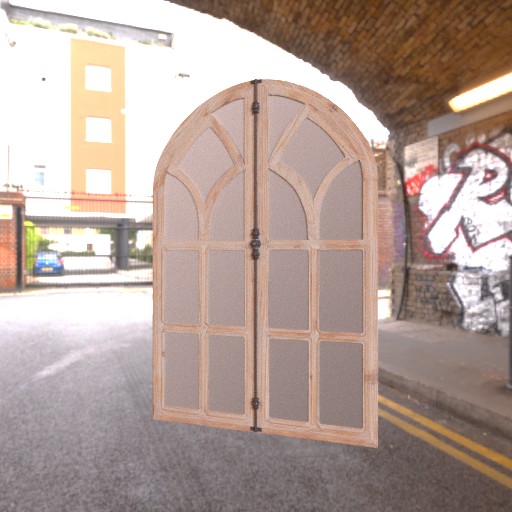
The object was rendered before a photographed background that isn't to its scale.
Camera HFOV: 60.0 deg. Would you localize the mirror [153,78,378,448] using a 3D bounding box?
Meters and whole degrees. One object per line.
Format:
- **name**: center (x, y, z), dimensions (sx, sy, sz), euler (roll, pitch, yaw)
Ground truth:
- **mirror**: center (0.000, 0.000, 1.149), dimensions (0.609, 0.915, 0.032), euler (0, 0, 18)
